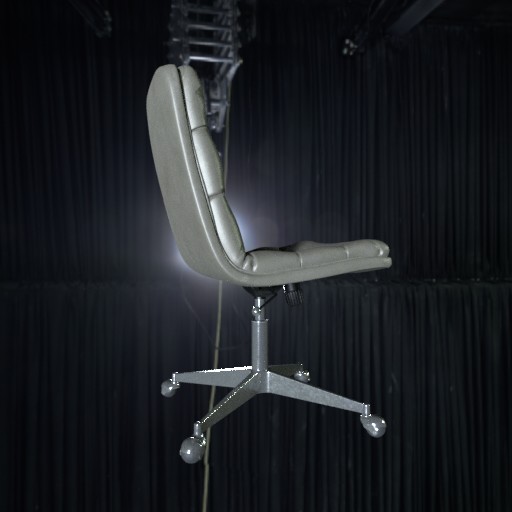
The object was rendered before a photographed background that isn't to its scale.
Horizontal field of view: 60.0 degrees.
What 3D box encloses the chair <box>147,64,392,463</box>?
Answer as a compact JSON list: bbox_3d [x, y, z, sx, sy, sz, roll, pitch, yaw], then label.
[{"bbox_3d":[0.000,0.000,1.027,0.485,0.738,0.422,0,1,-18],"label":"chair"}]
